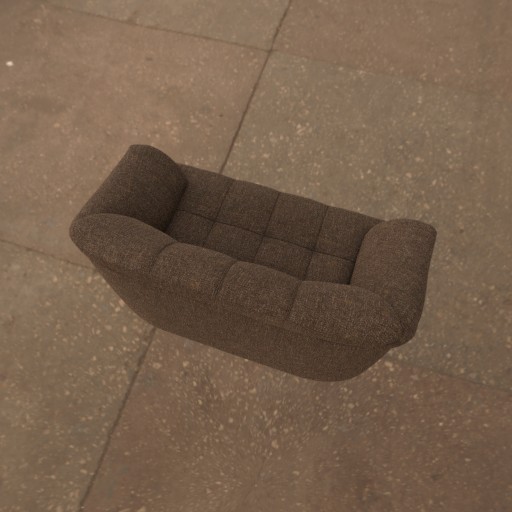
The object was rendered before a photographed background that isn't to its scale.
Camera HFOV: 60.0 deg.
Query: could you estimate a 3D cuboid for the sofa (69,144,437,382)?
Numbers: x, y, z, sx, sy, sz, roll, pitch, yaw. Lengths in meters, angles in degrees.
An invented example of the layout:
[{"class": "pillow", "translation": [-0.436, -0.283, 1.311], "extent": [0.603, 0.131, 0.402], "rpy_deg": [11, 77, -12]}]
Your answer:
[{"class": "sofa", "translation": [0.000, 0.000, 1.995], "extent": [1.404, 0.895, 0.799], "rpy_deg": [17, 64, 9]}]
